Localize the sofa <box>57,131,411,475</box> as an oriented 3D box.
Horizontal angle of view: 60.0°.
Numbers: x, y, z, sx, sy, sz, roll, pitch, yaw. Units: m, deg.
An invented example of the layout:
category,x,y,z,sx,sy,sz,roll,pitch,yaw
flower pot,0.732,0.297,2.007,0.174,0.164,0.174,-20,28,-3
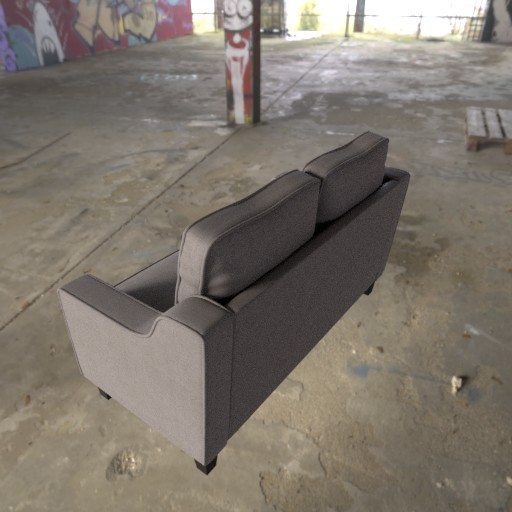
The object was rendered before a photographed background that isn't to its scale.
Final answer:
category,x,y,z,sx,sy,sz,roll,pitch,yaw
sofa,0.000,0.000,2.000,0.791,0.948,1.500,21,37,31
